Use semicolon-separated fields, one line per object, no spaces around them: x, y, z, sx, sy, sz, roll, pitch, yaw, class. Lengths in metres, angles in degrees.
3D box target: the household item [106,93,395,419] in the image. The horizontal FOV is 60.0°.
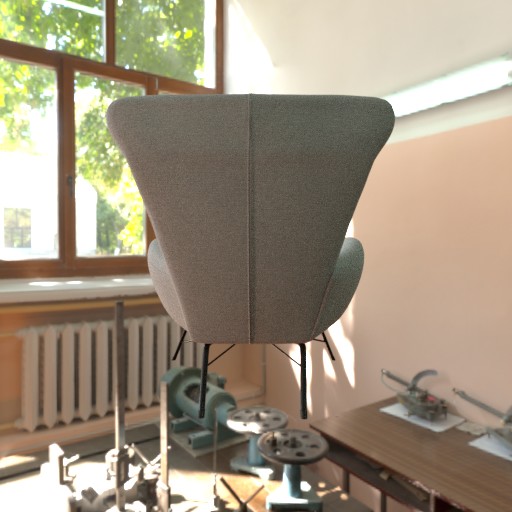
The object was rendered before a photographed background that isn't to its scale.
0.000;0.000;1.748;0.980;1.050;0.900;0;1;0;household item
